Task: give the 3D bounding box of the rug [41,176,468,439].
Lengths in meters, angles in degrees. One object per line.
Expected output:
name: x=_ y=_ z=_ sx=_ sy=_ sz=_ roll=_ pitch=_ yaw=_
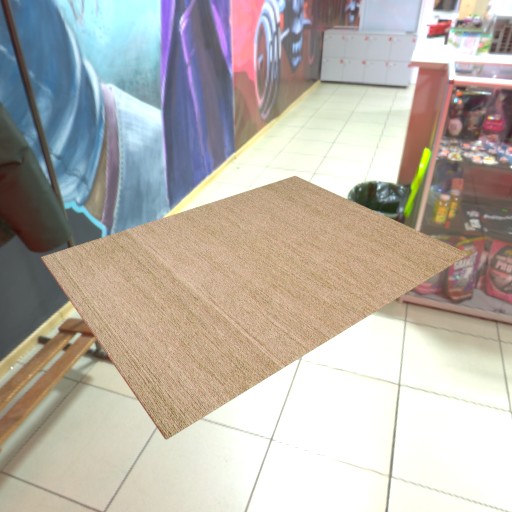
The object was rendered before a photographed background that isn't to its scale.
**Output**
rug: x=0.000 y=0.000 z=4.152 sx=3.198 sy=0.016 sz=2.425 roll=-23 pitch=39 yaw=-31
